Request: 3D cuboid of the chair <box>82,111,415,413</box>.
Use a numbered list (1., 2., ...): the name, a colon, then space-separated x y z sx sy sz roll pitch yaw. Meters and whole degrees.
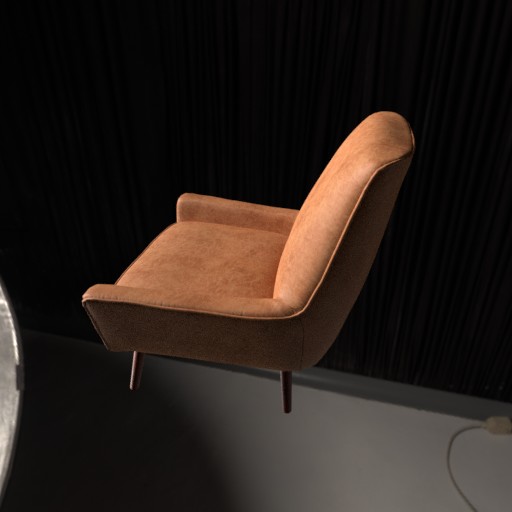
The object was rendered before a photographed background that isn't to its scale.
1. chair: 0.000 0.000 1.457 0.851 0.883 0.753 8 32 12
